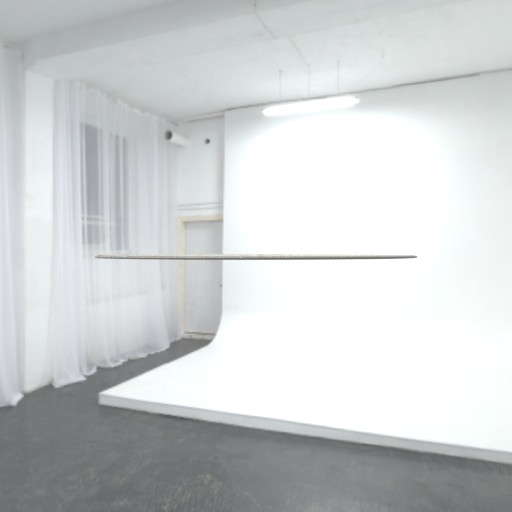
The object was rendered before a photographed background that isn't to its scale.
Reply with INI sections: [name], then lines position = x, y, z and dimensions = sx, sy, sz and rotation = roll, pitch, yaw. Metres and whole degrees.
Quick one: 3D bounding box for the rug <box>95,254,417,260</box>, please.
[rug]
position = 0.000, 0.000, 2.330
dimensions = 1.593, 0.012, 1.593
rotation = 0, 1, 0
